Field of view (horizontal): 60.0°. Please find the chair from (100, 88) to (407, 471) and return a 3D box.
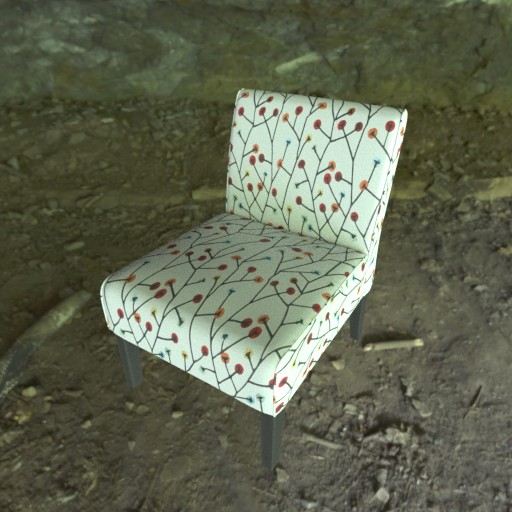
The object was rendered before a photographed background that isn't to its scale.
[{"bbox_3d":[0.000,0.000,1.348,0.597,0.813,0.732,19,36,28],"label":"chair"}]
